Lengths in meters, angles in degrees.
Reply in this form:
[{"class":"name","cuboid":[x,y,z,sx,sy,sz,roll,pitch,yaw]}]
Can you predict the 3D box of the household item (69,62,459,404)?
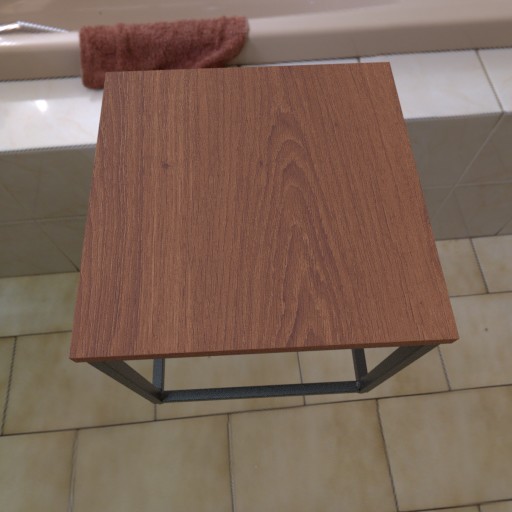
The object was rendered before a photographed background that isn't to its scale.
[{"class":"household item","cuboid":[0.000,0.000,0.719,0.400,0.400,0.400,-3,65,-1]}]
